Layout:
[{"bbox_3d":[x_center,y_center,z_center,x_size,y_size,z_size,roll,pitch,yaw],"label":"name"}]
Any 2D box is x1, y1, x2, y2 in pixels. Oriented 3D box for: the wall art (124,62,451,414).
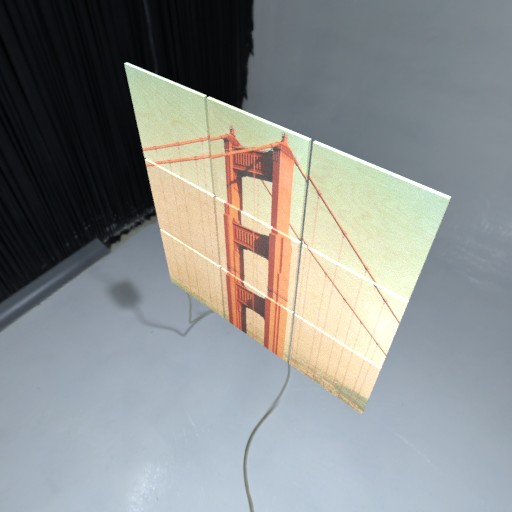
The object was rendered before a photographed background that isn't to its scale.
[{"bbox_3d":[0.000,0.000,1.780,1.214,1.219,0.013,31,54,26],"label":"wall art"}]
